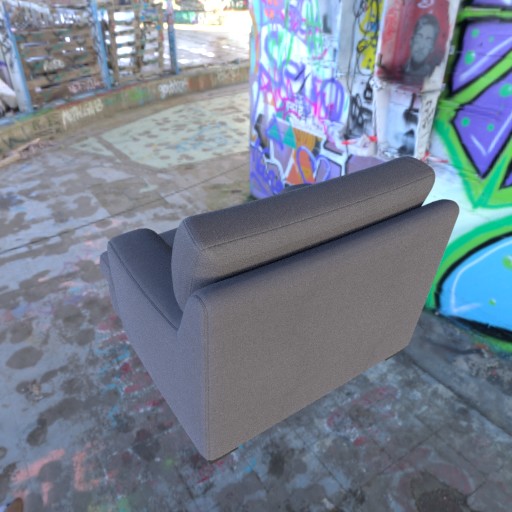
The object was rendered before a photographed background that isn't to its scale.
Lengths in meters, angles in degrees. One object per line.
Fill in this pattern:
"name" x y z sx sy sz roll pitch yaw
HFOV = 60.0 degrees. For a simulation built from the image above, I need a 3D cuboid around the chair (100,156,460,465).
"chair" 0.000 0.000 1.947 1.168 0.940 1.143 -20 37 -29
